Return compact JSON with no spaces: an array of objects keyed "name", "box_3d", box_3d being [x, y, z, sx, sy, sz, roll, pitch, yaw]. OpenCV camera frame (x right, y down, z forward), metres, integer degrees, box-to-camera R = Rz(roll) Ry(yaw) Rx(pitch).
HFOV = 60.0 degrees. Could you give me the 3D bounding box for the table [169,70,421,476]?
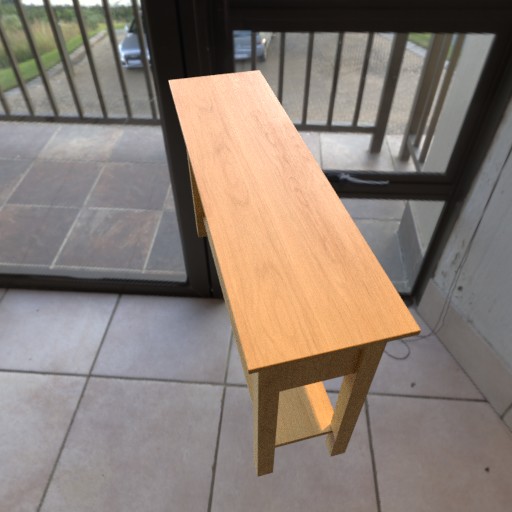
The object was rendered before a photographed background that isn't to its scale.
[{"name":"table","box_3d":[0.000,0.000,1.518,0.350,0.730,1.240,-11,47,-10]}]
